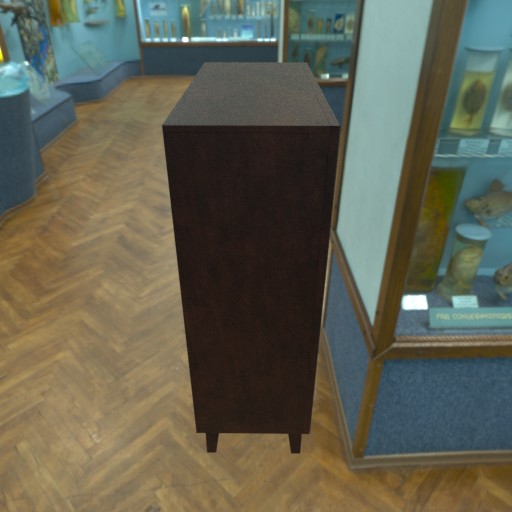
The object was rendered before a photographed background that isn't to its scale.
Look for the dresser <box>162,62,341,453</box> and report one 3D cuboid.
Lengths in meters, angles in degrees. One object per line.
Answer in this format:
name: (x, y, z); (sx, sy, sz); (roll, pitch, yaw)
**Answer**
dresser: (0.000, 0.000, 2.069); (0.506, 1.514, 1.072); (0, 32, 1)
